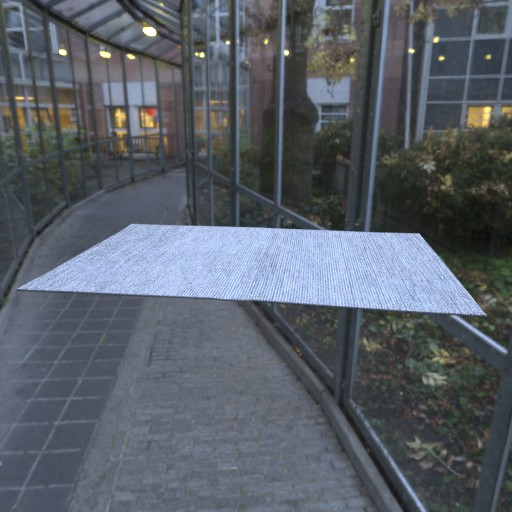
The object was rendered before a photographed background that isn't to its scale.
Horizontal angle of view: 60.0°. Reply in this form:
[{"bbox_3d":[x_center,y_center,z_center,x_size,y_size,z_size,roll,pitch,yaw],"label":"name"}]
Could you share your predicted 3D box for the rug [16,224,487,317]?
[{"bbox_3d":[0.000,0.000,2.196,1.789,0.021,1.159,2,17,8],"label":"rug"}]
